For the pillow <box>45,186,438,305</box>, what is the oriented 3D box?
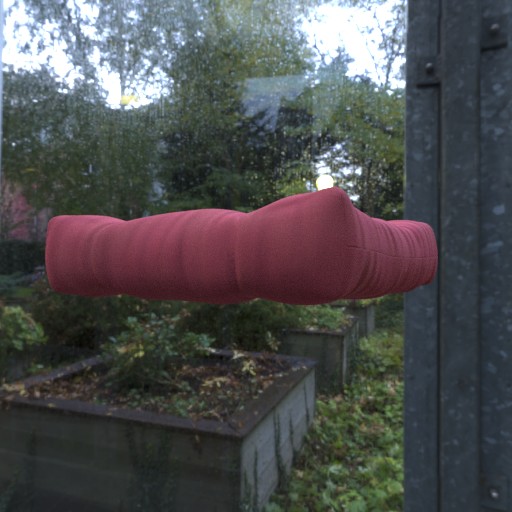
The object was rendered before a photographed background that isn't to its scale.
[{"bbox_3d":[0.000,0.000,0.728,0.490,0.128,0.468,-1,-1,33],"label":"pillow"}]
